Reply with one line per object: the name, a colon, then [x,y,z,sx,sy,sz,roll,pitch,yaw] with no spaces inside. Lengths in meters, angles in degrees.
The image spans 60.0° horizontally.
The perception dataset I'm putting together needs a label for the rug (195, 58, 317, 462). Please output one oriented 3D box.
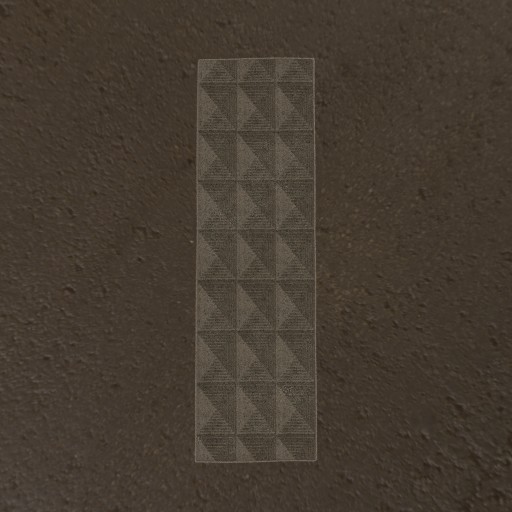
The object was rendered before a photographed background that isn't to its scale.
rug: [0.000,0.000,2.391,0.645,0.015,2.182,0,87,0]
